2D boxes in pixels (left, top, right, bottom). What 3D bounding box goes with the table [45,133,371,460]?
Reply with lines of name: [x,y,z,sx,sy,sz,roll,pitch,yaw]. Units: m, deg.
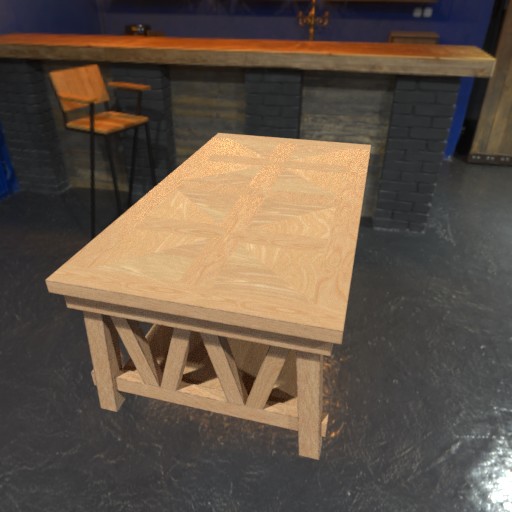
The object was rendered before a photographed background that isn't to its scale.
table: [0.000,0.000,1.644,0.711,0.507,1.270,8,33,13]
